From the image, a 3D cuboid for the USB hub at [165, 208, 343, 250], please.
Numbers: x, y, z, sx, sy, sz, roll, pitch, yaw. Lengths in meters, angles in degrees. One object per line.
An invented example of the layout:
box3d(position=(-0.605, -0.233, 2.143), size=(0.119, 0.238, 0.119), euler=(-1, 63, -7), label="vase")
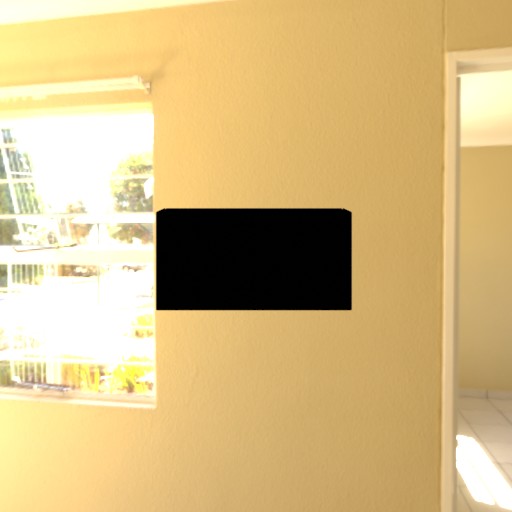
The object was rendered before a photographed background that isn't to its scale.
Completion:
box3d(position=(0.000, 0.000, 0.157), size=(0.044, 0.023, 0.145), euler=(0, 1, 0), label="USB hub")
